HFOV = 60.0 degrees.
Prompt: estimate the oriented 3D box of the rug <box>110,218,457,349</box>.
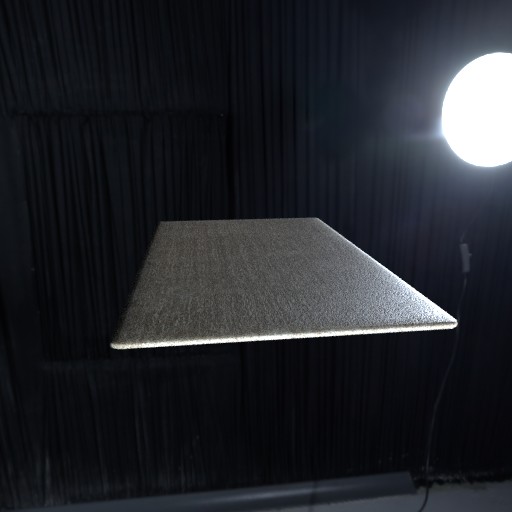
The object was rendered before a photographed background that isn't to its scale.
[{"bbox_3d":[0.000,0.000,3.059,1.539,0.024,2.469,-2,16,-7],"label":"rug"}]
